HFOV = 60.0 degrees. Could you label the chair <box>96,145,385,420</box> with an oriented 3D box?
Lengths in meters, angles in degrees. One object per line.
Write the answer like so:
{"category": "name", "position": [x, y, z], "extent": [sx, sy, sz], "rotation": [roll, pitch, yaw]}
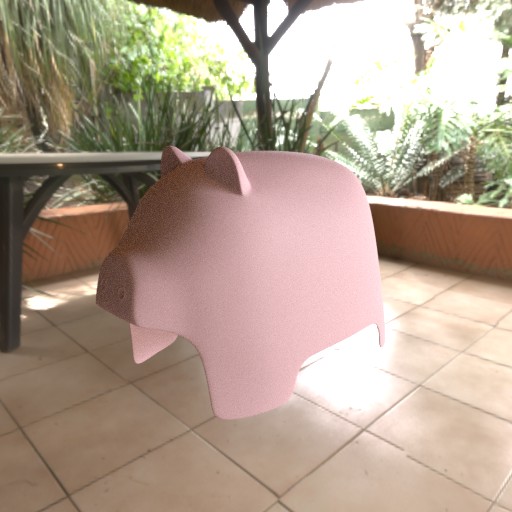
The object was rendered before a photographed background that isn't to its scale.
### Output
{"category": "chair", "position": [0.000, 0.000, 0.872], "extent": [0.364, 0.423, 0.619], "rotation": [14, 21, 43]}
